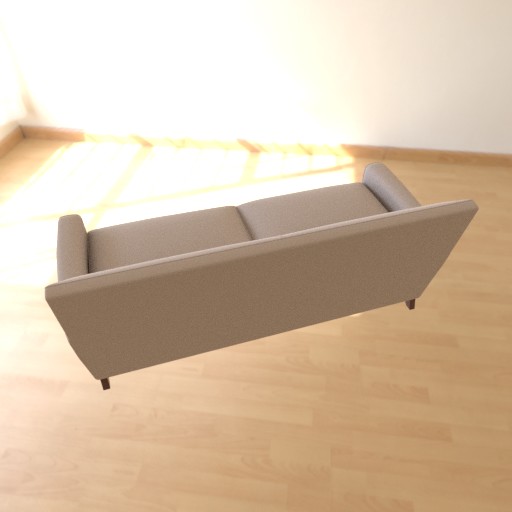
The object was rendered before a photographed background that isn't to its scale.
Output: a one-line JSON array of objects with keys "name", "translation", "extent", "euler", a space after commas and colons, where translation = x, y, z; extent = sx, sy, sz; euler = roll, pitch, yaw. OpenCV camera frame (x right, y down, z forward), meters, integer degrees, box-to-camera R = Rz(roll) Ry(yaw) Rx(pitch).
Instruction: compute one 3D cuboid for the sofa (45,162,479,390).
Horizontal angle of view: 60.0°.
[{"name": "sofa", "translation": [0.000, 0.000, 2.417], "extent": [2.000, 0.846, 0.875], "euler": [-12, 42, -13]}]
